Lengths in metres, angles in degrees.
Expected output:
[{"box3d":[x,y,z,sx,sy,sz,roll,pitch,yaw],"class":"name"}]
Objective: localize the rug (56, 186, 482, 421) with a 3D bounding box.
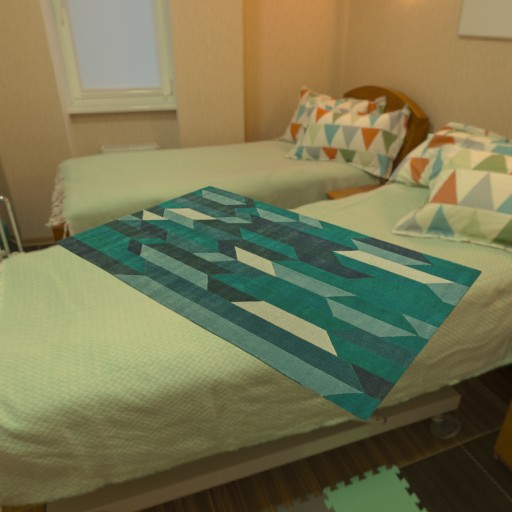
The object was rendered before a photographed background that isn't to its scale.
[{"box3d":[0.000,0.000,2.944,2.420,0.005,1.528,22,36,34],"class":"rug"}]
